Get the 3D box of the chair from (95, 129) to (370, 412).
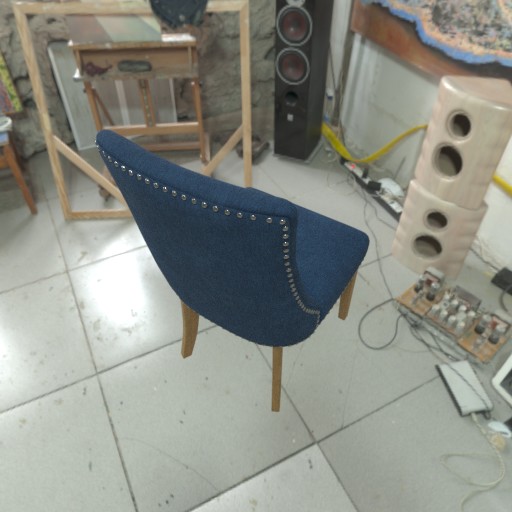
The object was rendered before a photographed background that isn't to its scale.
[{"bbox_3d":[0.000,0.000,1.290,0.495,0.902,0.610,25,50,23],"label":"chair"}]
